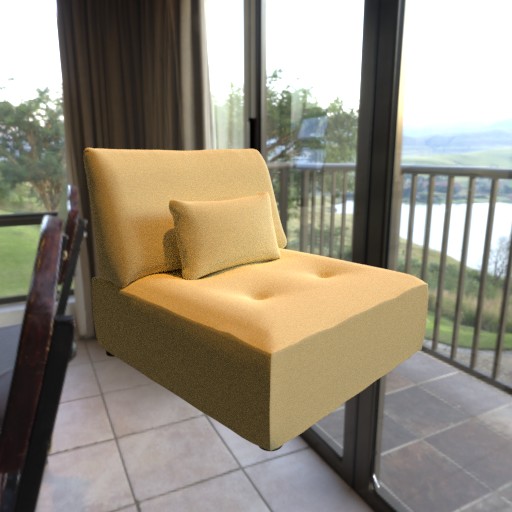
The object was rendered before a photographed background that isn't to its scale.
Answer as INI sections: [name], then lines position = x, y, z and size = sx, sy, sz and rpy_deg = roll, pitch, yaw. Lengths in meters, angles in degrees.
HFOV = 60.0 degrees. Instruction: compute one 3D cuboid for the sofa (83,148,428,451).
[sofa]
position = 0.000, 0.000, 1.728
size = 1.000, 0.820, 0.930
rpy_deg = 13, 18, 43
